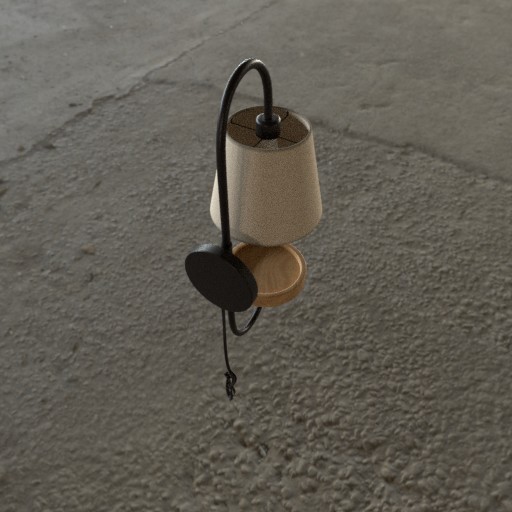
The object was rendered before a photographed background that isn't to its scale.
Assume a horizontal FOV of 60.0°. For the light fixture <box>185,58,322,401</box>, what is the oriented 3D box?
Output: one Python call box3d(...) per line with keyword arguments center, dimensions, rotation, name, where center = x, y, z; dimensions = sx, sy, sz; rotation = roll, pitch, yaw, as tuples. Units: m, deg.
box3d(center=(0.000, 0.000, 0.922), dimensions=(0.220, 0.821, 0.299), rotation=(23, 50, 21), name="light fixture")
